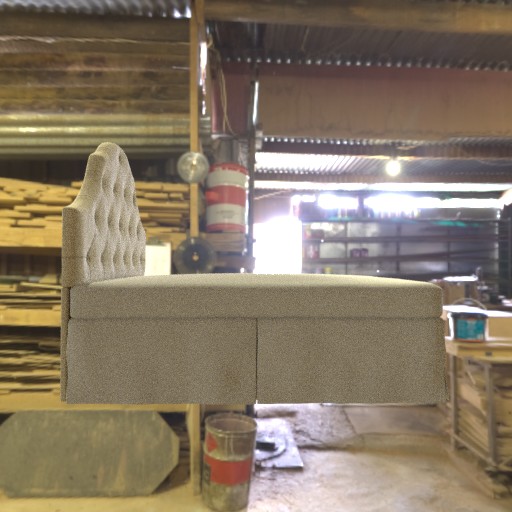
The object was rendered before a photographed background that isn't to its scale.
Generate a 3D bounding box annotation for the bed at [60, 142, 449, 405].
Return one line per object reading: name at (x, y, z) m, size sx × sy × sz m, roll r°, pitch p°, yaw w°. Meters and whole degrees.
bed at (0.000, 0.000, 3.130) m, size 2.092 × 1.575 × 1.627 m, roll 0°, pitch -1°, yaw -1°
